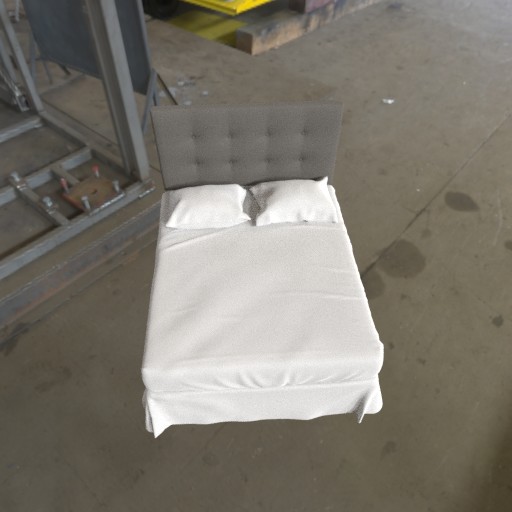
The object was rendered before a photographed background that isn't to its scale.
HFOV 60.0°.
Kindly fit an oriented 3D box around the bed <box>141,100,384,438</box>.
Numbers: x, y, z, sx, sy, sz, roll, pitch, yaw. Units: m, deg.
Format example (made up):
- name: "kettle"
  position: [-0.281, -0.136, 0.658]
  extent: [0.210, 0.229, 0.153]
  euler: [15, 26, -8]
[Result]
- name: "bed"
  position: [0.000, 0.000, 3.585]
  extent: [1.936, 1.577, 2.222]
  euler: [-3, 47, -3]
